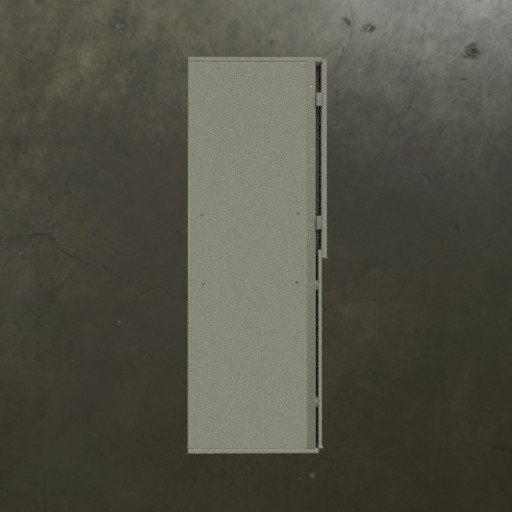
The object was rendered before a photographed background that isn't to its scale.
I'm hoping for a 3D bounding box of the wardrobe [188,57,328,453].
[{"bbox_3d":[0.000,0.000,2.966,0.629,1.960,1.780,0,90,0],"label":"wardrobe"}]
